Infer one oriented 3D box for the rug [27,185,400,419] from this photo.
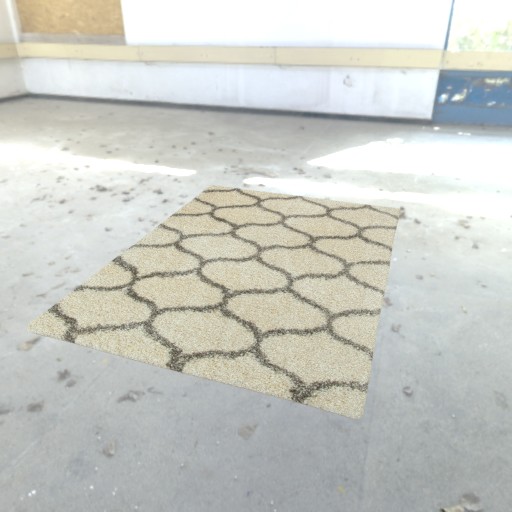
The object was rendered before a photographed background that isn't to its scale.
[{"bbox_3d":[0.000,0.000,2.078,1.200,0.025,1.600,10,30,17],"label":"rug"}]
